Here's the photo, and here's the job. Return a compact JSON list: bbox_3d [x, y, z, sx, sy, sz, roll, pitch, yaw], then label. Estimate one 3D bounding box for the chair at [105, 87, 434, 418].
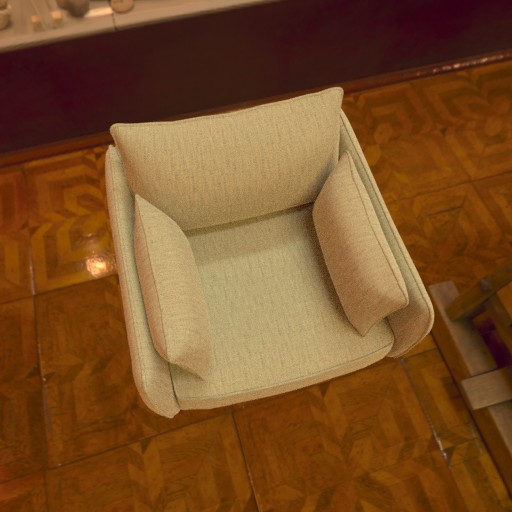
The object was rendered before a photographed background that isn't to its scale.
[{"bbox_3d":[0.000,0.000,1.700,0.994,0.855,0.991,-13,64,-6],"label":"chair"}]
